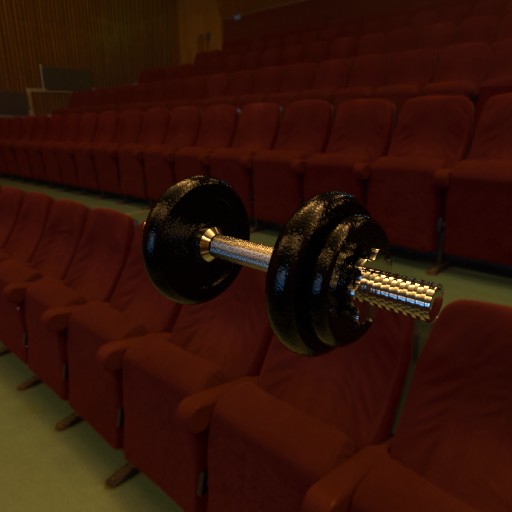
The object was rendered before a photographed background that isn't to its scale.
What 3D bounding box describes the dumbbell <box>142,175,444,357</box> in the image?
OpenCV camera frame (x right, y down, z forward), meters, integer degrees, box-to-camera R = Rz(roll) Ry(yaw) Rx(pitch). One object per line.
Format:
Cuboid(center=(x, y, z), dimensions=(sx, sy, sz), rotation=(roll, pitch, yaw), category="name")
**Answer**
Cuboid(center=(0.000, 0.000, 0.610), dimensions=(0.497, 0.202, 0.202), rotation=(15, 22, 40), category="dumbbell")
